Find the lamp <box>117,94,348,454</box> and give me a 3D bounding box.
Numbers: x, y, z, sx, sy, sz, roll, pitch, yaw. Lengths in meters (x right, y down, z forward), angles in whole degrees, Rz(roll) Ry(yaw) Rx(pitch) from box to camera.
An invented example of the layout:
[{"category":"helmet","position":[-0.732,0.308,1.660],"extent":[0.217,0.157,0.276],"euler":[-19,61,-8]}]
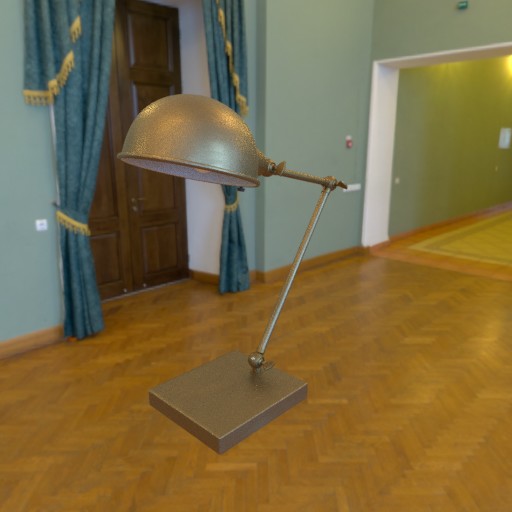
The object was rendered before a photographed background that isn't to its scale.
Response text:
[{"category":"lamp","position":[0.000,0.000,0.558],"extent":[0.149,0.371,0.339],"euler":[14,20,42]}]
